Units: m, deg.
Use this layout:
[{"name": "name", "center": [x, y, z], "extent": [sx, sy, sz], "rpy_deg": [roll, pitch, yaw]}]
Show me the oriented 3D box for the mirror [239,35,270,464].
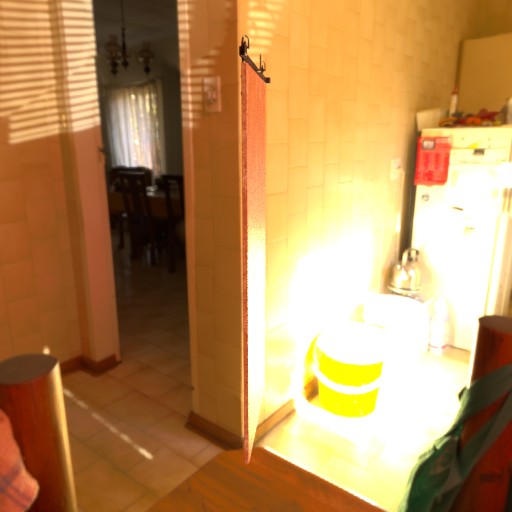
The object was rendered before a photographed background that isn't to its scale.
[{"name": "mirror", "center": [0.000, 0.000, 2.097], "extent": [0.042, 1.793, 0.847], "rpy_deg": [2, 15, 7]}]
